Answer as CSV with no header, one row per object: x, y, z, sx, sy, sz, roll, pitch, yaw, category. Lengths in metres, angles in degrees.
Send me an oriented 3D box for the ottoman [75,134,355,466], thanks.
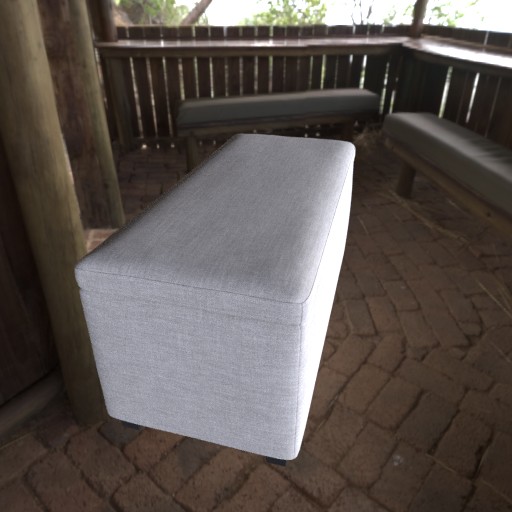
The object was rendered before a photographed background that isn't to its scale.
0.000,0.000,1.152,0.419,0.432,0.902,8,31,14,ottoman
